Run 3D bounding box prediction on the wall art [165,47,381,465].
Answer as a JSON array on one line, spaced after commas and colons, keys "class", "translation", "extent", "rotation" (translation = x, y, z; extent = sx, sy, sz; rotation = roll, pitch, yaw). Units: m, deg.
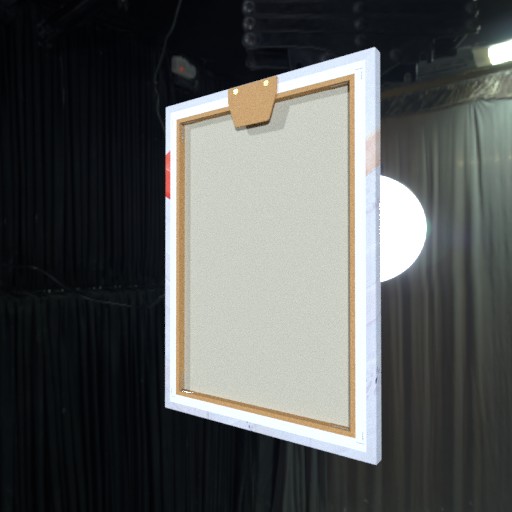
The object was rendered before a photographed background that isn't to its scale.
[{"class": "wall art", "translation": [0.000, 0.000, 1.084], "extent": [0.613, 0.848, 0.036], "rotation": [0, -1, 35]}]
